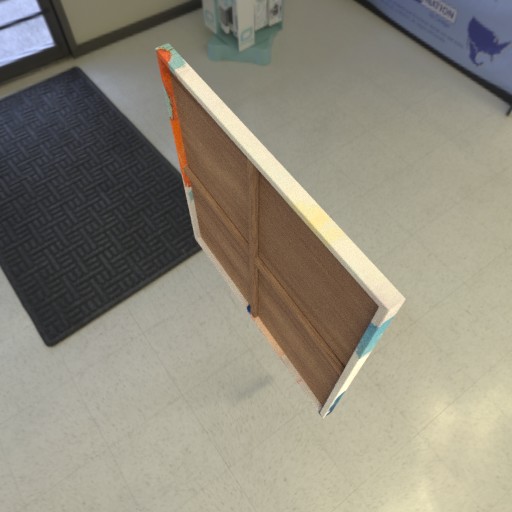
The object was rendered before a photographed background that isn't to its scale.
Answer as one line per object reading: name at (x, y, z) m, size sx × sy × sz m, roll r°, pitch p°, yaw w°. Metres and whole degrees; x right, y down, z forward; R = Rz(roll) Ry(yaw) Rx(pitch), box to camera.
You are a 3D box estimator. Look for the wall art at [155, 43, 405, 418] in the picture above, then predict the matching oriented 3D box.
wall art at (0.000, 0.000, 1.225) m, size 0.037 × 0.814 × 0.814 m, roll -29°, pitch 63°, yaw -17°
